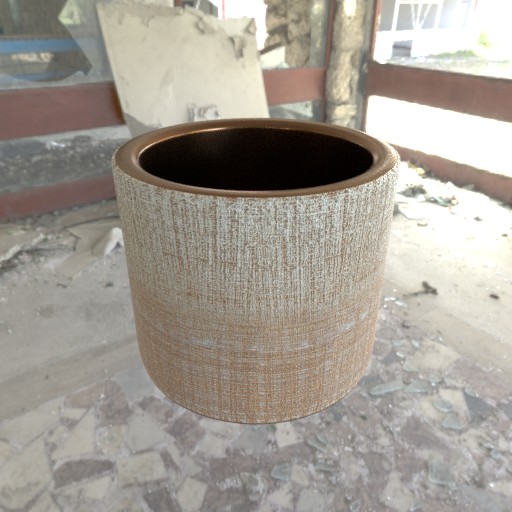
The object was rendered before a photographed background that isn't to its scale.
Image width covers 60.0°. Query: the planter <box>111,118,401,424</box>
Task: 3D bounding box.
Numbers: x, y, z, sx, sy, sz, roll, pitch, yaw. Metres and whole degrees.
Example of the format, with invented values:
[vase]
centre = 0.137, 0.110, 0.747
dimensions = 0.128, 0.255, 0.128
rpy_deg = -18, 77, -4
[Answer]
[planter]
centre = 0.000, 0.000, 0.192
dimensions = 0.109, 0.096, 0.109
rpy_deg = 0, 29, 0
